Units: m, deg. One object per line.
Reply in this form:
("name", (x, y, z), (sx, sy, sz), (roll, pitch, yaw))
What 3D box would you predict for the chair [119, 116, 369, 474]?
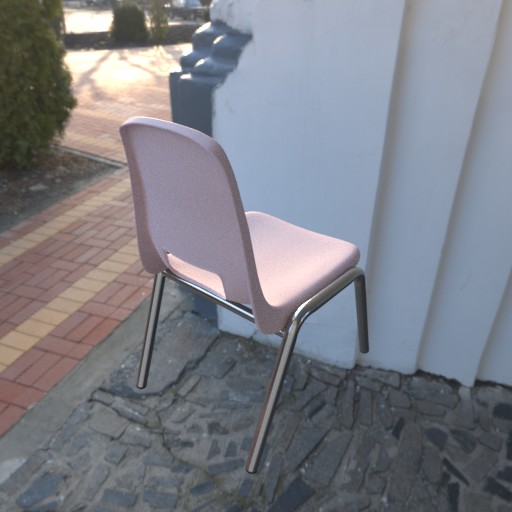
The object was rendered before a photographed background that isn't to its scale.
("chair", (0.000, 0.000, 0.854), (0.354, 0.586, 0.423), (23, 37, 33))
